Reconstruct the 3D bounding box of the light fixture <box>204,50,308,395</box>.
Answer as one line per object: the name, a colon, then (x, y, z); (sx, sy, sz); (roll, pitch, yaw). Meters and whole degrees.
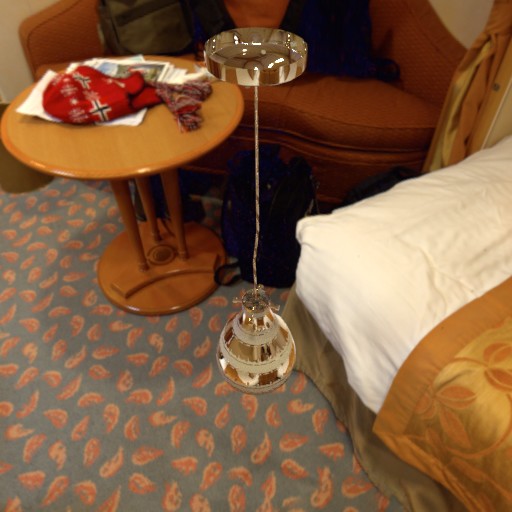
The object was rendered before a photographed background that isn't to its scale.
light fixture: (0.000, 0.000, 1.589); (0.374, 1.457, 0.374); (9, 47, 9)
